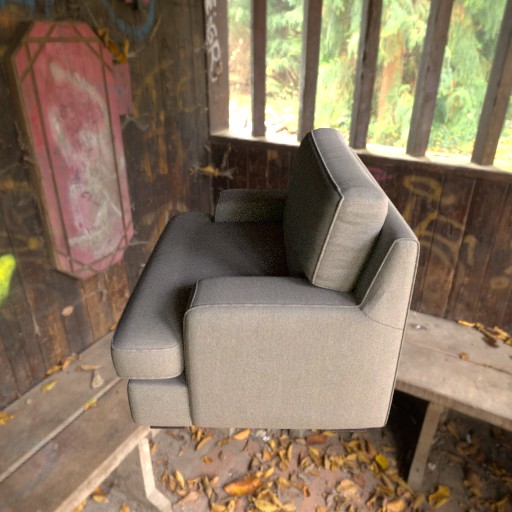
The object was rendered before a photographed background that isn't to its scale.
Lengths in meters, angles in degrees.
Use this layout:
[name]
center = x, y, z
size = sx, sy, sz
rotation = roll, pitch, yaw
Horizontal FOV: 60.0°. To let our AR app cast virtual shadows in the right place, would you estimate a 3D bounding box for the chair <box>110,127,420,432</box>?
[chair]
center = 0.000, 0.000, 2.028
size = 1.043, 0.974, 1.270
rotation = 0, 27, 1
